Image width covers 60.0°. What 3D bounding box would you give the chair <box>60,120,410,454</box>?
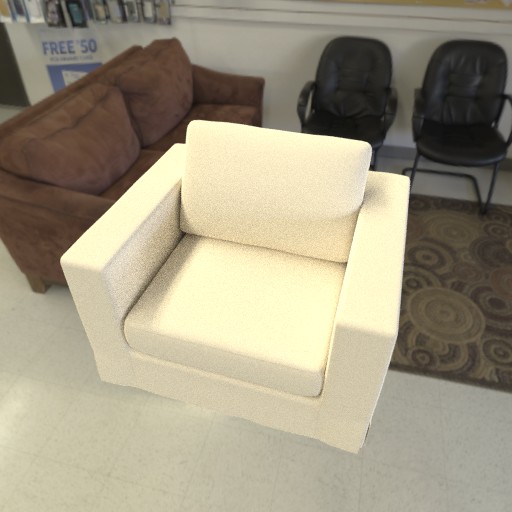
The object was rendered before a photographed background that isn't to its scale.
[{"bbox_3d":[0.000,0.000,1.829,1.150,0.878,0.957,11,41,13],"label":"chair"}]
